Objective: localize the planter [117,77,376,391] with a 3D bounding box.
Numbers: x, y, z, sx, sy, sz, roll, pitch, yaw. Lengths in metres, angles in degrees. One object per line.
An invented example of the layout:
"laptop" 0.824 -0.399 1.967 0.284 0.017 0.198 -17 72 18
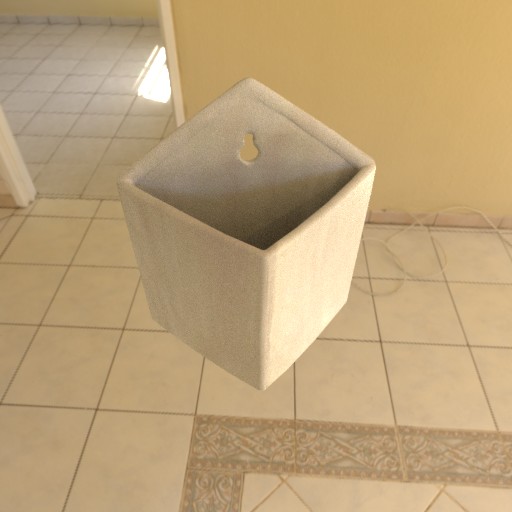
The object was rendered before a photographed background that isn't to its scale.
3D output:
"planter" 0.000 0.000 0.277 0.163 0.194 0.080 -5 45 -5
